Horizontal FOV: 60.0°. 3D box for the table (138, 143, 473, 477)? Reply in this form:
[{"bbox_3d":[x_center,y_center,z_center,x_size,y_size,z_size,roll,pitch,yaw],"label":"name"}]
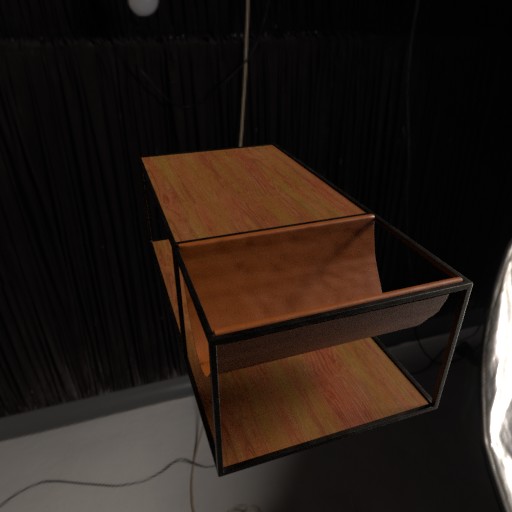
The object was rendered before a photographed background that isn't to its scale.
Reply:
[{"bbox_3d":[0.000,0.000,1.481,0.597,0.403,1.199,-10,31,-17],"label":"table"}]
